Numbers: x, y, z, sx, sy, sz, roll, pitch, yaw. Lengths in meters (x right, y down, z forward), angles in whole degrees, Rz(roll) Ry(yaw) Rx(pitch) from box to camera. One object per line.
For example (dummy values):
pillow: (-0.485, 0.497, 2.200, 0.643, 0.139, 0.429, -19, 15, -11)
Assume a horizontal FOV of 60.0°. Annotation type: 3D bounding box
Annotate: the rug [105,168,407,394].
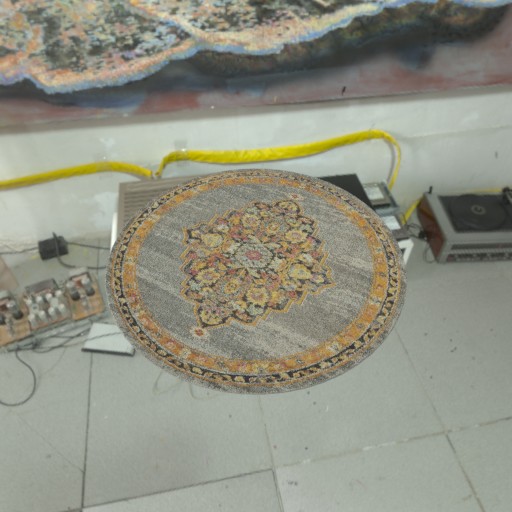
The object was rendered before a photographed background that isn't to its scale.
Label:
rug: (0.000, 0.000, 3.591, 2.382, 0.014, 2.382, 0, 47, 0)
